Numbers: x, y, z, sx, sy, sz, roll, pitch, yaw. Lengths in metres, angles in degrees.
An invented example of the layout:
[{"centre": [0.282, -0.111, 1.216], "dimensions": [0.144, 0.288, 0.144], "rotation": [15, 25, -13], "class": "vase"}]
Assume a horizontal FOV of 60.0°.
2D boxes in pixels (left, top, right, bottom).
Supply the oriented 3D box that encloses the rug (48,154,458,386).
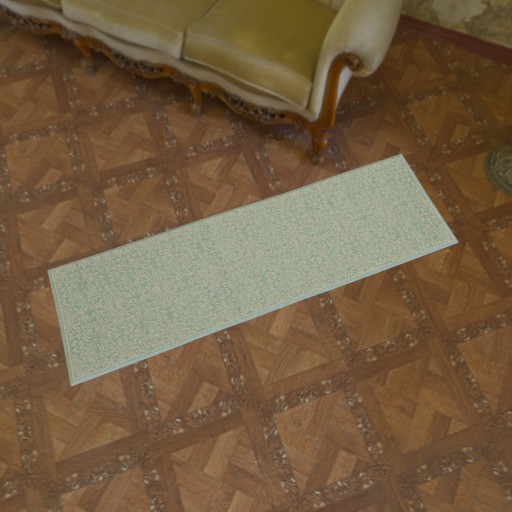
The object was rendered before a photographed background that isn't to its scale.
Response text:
[{"centre": [0.000, 0.000, 2.465], "dimensions": [2.196, 0.011, 0.662], "rotation": [-19, 67, -9], "class": "rug"}]
